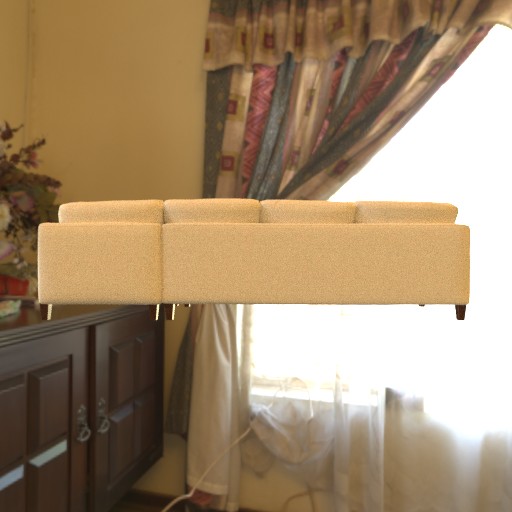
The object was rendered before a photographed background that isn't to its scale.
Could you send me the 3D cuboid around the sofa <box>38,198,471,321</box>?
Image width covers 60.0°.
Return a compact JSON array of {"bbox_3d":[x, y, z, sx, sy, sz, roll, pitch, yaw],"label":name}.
[{"bbox_3d":[0.000,0.000,4.582,3.302,0.947,2.593,0,1,0],"label":"sofa"}]
